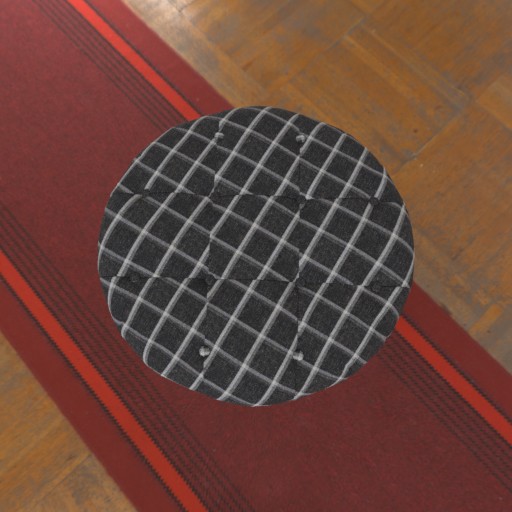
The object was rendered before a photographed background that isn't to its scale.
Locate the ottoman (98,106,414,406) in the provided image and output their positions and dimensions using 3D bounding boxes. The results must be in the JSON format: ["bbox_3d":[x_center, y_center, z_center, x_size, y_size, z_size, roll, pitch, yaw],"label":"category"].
[{"bbox_3d":[0.000,0.000,1.410,0.901,0.439,0.901,0,75,0],"label":"ottoman"}]
